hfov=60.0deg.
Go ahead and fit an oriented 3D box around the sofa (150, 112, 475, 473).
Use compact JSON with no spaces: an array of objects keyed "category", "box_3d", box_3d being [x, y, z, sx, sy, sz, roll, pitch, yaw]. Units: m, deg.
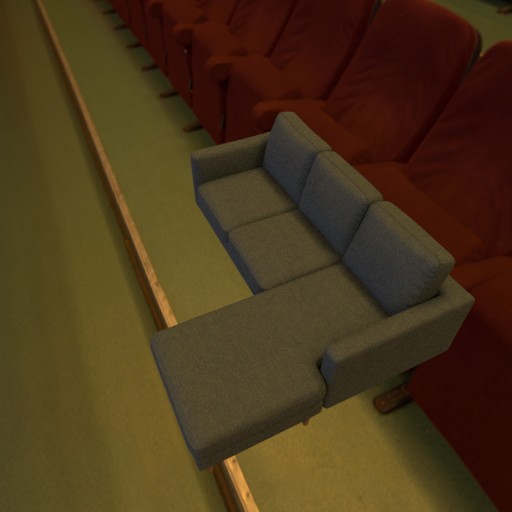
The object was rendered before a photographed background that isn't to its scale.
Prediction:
[{"category":"sofa","box_3d":[0.000,0.000,2.942,1.667,0.957,2.055,-19,49,-18]}]
